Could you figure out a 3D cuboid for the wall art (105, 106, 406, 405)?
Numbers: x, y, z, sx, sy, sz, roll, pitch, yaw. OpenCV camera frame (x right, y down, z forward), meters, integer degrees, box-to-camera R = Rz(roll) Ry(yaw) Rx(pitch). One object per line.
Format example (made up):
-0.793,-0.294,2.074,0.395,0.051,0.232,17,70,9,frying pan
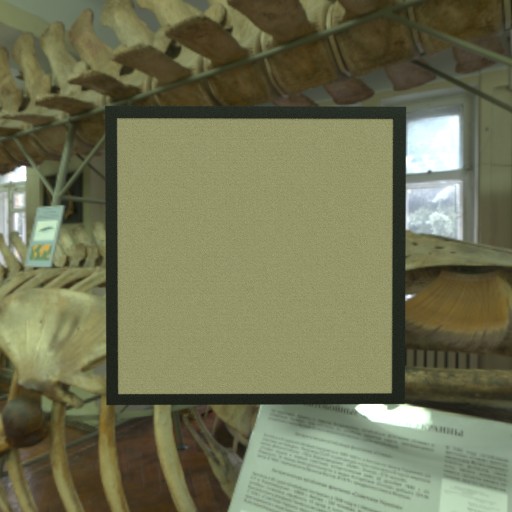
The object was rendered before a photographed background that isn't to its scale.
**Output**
0.000,0.000,0.459,0.306,0.304,0.015,0,1,-1,wall art
